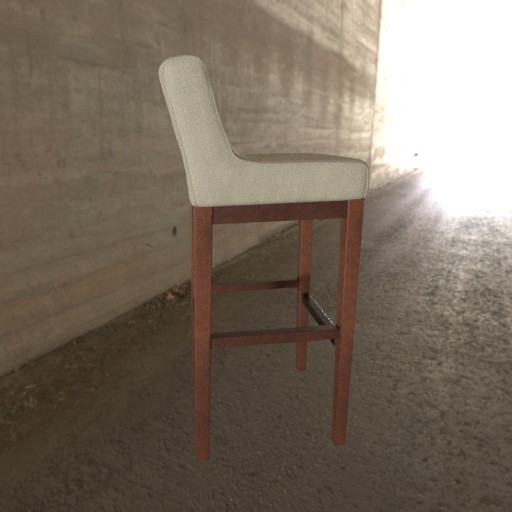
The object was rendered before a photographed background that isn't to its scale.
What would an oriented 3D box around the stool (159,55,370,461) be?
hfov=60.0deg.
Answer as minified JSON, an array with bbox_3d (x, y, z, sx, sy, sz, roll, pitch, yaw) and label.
[{"bbox_3d":[0.000,0.000,1.330,0.500,1.037,0.511,-2,15,-9],"label":"stool"}]
